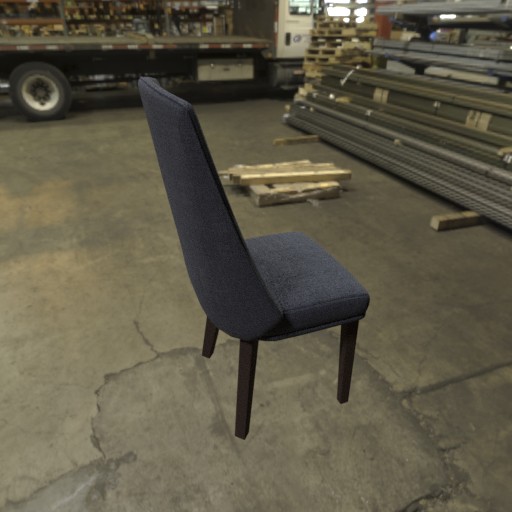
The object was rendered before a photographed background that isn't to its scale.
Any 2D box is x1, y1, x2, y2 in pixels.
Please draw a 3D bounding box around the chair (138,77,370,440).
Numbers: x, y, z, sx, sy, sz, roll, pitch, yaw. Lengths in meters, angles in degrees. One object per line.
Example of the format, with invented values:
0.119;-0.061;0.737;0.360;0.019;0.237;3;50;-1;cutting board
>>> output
0.000;0.000;1.373;0.577;1.050;0.510;-11;31;-18;chair
